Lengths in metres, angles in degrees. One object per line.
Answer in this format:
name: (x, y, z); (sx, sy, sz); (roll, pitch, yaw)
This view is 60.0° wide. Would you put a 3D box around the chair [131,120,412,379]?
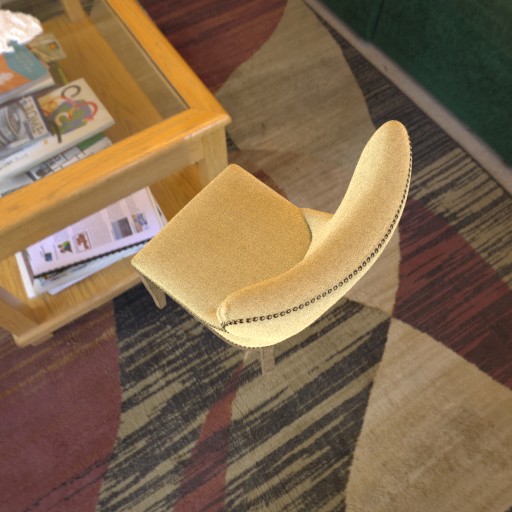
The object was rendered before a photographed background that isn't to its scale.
chair: (0.000, 0.000, 1.450); (0.681, 1.002, 0.654); (36, 70, 16)
